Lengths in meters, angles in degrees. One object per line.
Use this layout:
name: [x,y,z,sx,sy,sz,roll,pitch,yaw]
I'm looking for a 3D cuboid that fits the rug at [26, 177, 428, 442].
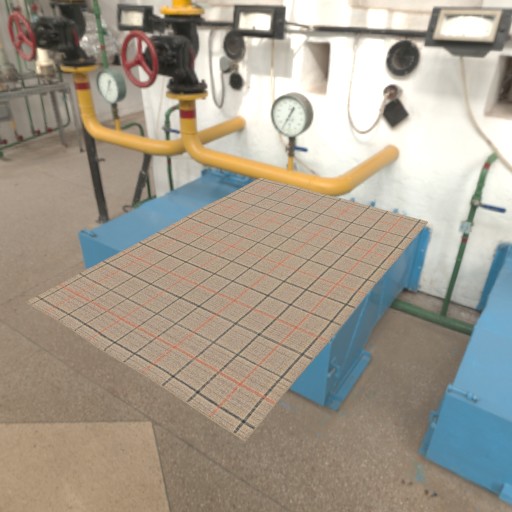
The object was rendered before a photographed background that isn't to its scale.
rug: [0.000,0.000,2.308,1.220,0.013,1.829,20,37,30]
